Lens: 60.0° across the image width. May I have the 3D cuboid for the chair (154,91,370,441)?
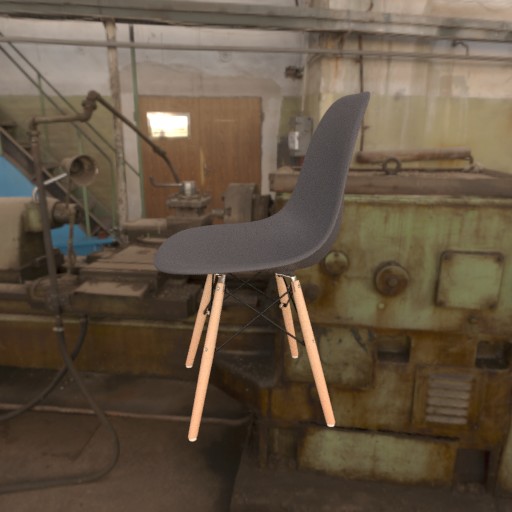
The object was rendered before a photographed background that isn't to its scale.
[{"bbox_3d":[0.000,0.000,1.184,0.533,0.826,0.470,-3,16,-9],"label":"chair"}]
